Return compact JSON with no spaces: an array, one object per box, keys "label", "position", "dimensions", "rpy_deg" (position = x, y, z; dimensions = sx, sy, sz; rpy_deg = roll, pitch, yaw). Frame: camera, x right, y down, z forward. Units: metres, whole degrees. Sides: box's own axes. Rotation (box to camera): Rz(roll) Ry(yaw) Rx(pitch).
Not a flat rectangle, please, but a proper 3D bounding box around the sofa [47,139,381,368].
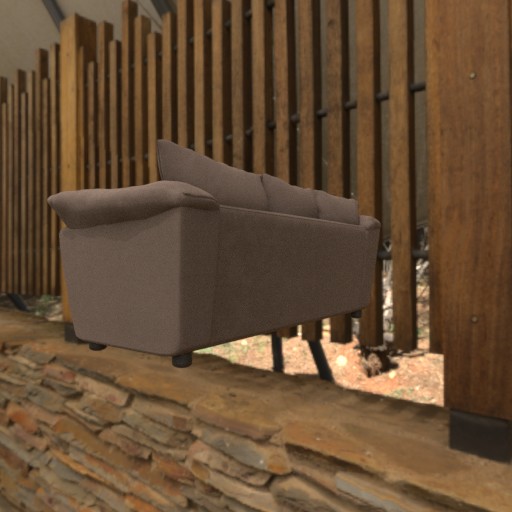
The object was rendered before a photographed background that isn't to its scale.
[{"label":"sofa","position":[0.000,0.000,2.878],"dimensions":[0.893,0.981,2.377],"rpy_deg":[0,0,36]}]
